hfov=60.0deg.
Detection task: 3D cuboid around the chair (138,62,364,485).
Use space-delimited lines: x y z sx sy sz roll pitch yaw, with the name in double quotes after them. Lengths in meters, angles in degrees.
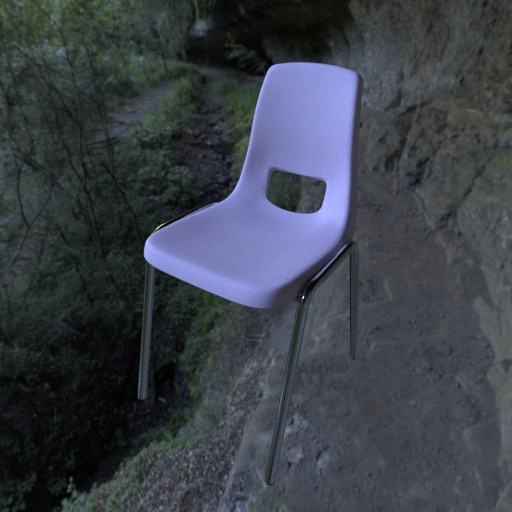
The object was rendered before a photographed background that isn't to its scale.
0.000 0.000 0.925 0.381 0.704 0.436 20 35 30 "chair"
